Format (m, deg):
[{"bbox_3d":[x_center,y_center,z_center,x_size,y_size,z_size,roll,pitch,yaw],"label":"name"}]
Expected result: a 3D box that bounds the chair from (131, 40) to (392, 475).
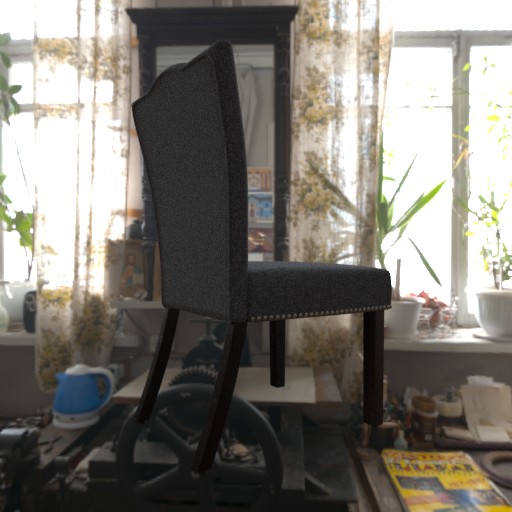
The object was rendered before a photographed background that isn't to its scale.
[{"bbox_3d":[0.000,0.000,1.269,0.589,0.946,0.518,-1,1,-36],"label":"chair"}]
